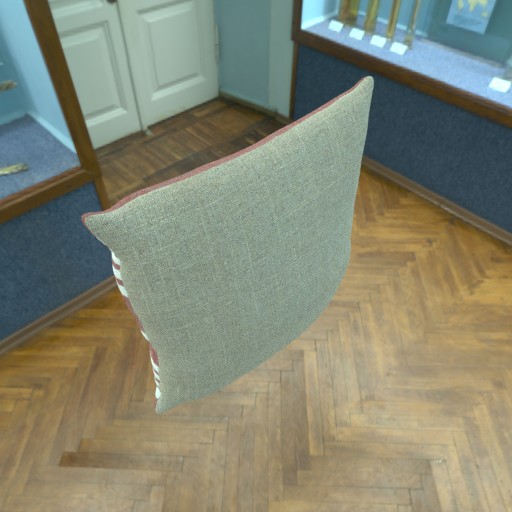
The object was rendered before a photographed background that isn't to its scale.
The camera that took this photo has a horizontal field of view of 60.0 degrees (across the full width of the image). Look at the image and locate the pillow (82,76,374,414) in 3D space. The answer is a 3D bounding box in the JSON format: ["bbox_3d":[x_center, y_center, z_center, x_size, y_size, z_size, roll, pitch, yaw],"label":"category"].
[{"bbox_3d":[0.000,0.000,0.662,0.439,0.427,0.182,-33,55,-27],"label":"pillow"}]
